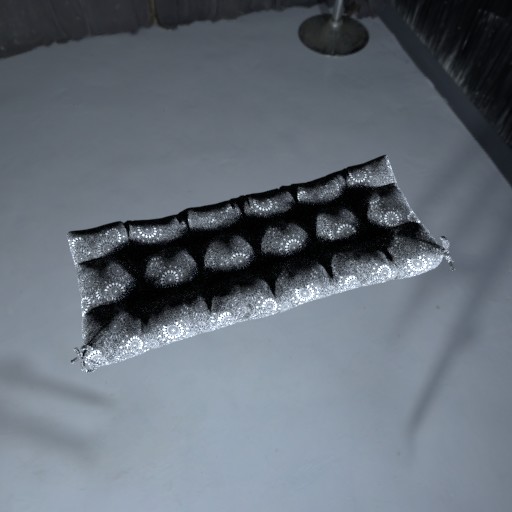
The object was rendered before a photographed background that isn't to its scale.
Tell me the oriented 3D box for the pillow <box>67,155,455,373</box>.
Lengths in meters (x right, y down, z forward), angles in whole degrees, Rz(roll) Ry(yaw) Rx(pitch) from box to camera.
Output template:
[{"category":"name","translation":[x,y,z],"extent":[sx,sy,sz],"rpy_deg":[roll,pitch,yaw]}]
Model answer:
[{"category":"pillow","translation":[0.000,0.000,1.394],"extent":[1.194,0.174,0.511],"rpy_deg":[-15,60,-9]}]
